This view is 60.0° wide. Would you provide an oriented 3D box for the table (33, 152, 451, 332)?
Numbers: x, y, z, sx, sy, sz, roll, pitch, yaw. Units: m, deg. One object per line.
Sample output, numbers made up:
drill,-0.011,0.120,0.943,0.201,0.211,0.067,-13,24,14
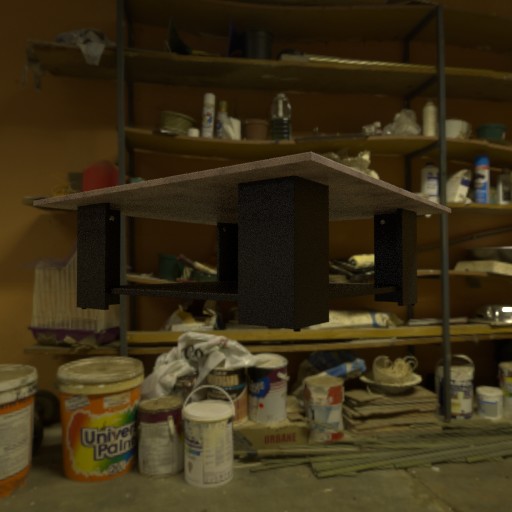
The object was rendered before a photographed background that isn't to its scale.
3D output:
table,0.000,0.000,1.325,0.890,0.305,0.890,-1,-2,37
